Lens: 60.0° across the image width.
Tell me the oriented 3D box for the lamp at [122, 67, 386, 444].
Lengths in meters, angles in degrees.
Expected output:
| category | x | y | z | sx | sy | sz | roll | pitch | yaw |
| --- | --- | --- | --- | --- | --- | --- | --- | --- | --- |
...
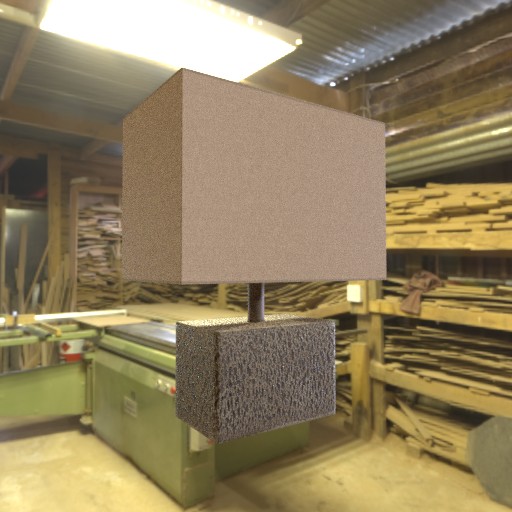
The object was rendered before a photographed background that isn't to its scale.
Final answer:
| category | x | y | z | sx | sy | sz | roll | pitch | yaw |
| --- | --- | --- | --- | --- | --- | --- | --- | --- | --- |
| lamp | 0.000 | 0.000 | 0.577 | 0.294 | 0.411 | 0.180 | 1 | -2 | -34 |
